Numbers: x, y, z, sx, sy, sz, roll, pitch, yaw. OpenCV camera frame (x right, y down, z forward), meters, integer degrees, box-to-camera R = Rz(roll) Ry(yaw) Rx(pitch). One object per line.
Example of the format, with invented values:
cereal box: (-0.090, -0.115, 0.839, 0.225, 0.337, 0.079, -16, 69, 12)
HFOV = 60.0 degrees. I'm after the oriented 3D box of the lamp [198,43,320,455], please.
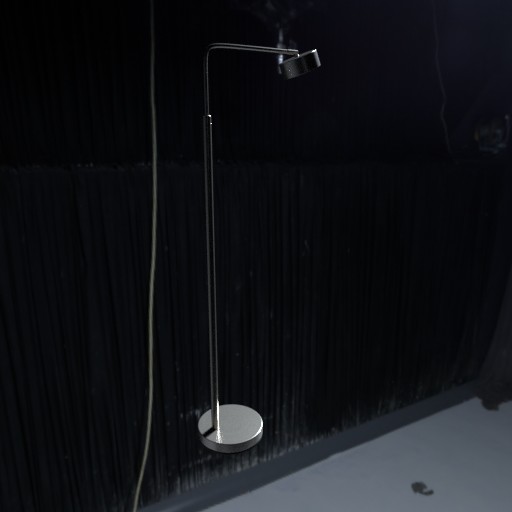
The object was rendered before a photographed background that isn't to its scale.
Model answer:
lamp: (0.000, 0.000, 1.426, 0.421, 1.250, 0.222, -7, 17, -26)
